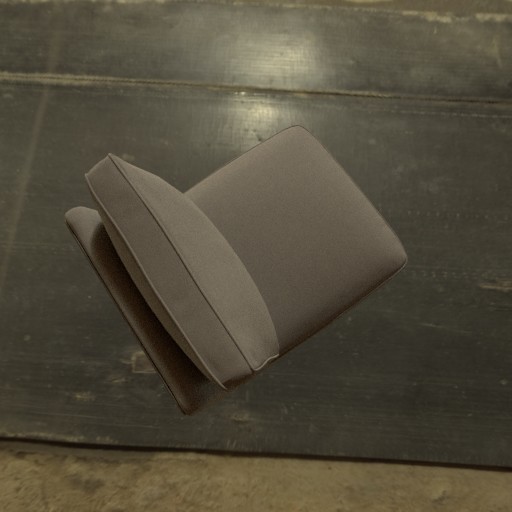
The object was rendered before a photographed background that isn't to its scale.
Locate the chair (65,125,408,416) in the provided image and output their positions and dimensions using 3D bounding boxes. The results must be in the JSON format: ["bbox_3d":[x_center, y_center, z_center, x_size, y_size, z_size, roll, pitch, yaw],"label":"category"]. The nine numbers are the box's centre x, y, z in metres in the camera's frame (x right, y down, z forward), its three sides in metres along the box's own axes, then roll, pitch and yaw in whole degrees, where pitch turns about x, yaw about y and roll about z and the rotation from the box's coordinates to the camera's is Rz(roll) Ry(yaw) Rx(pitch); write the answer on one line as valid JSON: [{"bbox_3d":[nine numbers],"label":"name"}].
[{"bbox_3d":[0.000,0.000,1.653,0.924,1.045,0.724,-34,77,-9],"label":"chair"}]
